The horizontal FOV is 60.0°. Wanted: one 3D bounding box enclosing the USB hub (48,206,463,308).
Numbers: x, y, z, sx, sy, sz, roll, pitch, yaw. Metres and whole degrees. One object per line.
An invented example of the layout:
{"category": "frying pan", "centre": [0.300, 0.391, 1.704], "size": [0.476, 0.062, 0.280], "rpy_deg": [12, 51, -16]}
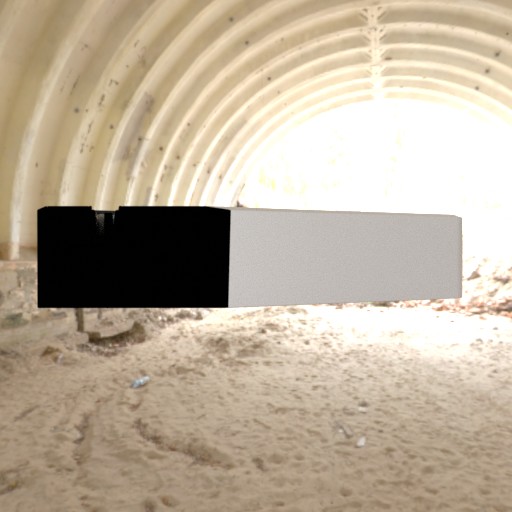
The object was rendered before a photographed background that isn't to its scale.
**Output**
{"category": "USB hub", "centre": [0.000, 0.000, 0.125], "size": [0.110, 0.023, 0.044], "rpy_deg": [0, 1, -19]}
